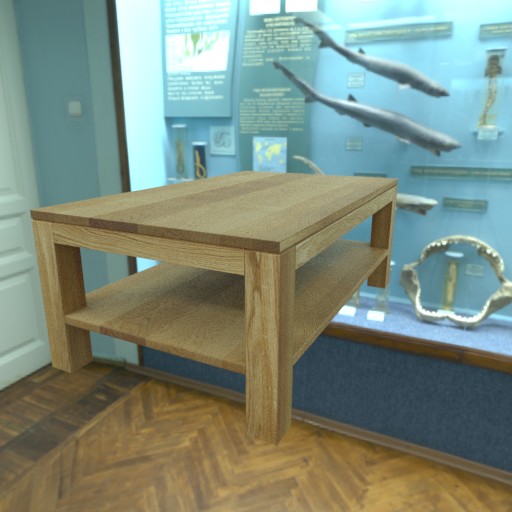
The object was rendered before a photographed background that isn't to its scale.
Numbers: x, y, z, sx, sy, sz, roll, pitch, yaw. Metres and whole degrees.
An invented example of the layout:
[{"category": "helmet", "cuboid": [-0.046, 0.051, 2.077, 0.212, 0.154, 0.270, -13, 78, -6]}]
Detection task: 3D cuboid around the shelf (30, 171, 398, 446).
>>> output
[{"category": "shelf", "cuboid": [0.000, 0.000, 1.525, 0.700, 0.450, 1.150, 8, 18, 26]}]
